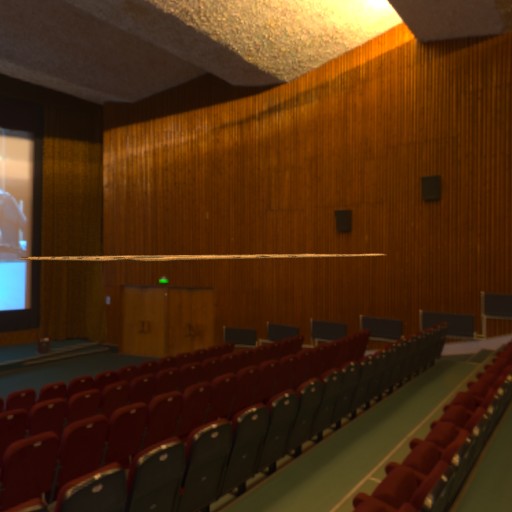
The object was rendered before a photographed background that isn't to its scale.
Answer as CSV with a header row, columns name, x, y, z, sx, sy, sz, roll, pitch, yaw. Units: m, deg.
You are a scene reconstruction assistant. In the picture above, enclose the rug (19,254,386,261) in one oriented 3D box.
name,x,y,z,sx,sy,sz,roll,pitch,yaw
rug,0.000,0.000,2.510,0.692,0.017,2.301,0,1,36
